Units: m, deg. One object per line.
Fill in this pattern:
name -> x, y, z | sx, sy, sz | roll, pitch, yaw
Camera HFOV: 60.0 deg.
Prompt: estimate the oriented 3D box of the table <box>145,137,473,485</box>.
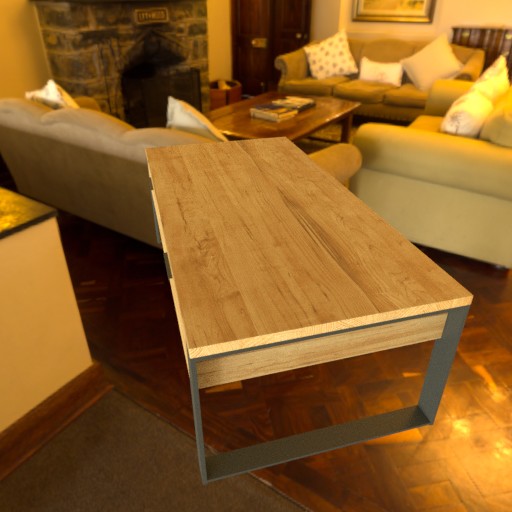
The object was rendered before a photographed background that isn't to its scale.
table -> 0.000, 0.000, 1.424 | 0.590, 0.400, 1.180 | -8, 32, -13
